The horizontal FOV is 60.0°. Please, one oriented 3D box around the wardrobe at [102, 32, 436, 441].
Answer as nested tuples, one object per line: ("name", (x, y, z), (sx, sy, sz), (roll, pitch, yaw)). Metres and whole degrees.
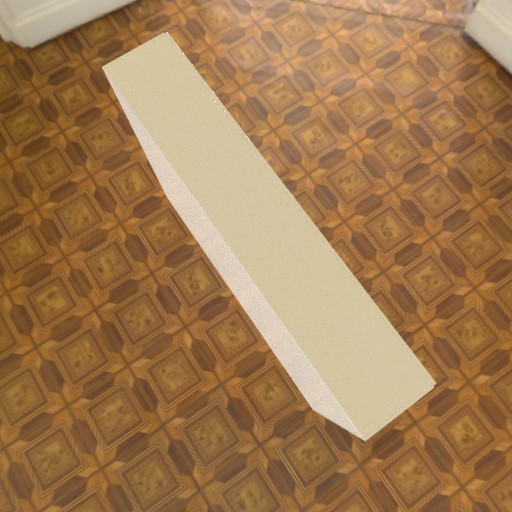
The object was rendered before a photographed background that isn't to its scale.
("wardrobe", (0.000, 0.000, 3.999), (0.580, 2.360, 3.000), (-34, 77, -9))
